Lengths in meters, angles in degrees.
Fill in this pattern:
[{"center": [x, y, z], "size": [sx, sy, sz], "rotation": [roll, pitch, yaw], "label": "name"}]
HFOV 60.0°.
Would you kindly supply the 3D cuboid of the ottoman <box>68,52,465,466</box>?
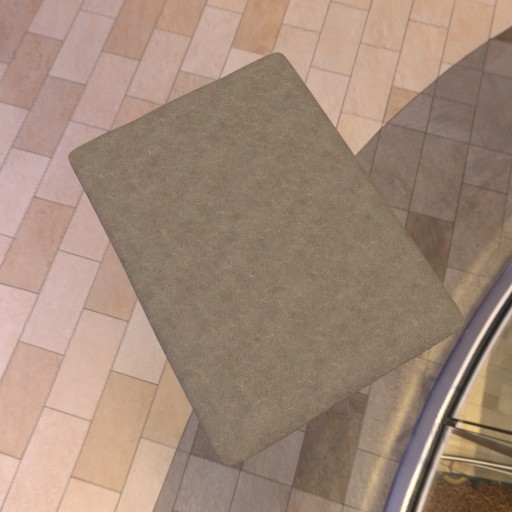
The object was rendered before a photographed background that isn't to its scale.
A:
[{"center": [0.000, 0.000, 1.235], "size": [0.639, 0.464, 0.839], "rotation": [-29, 77, -7], "label": "ottoman"}]
